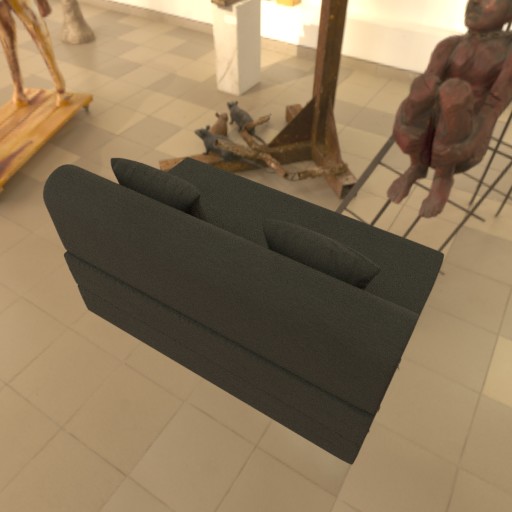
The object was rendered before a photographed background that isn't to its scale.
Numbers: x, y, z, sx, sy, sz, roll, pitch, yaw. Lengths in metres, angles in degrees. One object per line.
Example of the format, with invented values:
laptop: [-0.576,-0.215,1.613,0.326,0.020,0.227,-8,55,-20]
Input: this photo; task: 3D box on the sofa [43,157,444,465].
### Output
sofa: [0.000,0.000,1.656,1.225,0.670,0.762,24,51,21]
